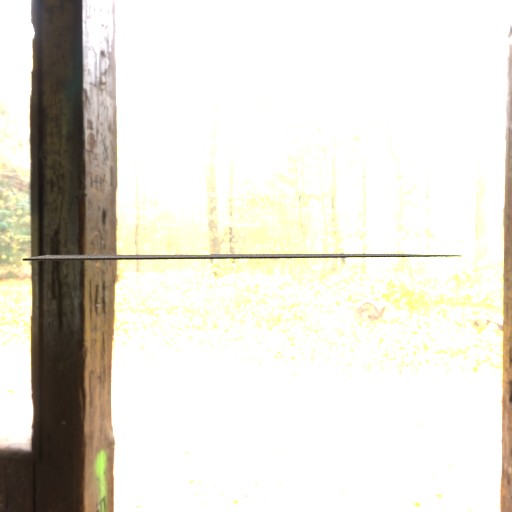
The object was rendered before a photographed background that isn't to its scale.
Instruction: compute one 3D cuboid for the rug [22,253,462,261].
[{"bbox_3d":[0.000,0.000,2.718,2.448,0.012,0.769,0,1,-18],"label":"rug"}]
